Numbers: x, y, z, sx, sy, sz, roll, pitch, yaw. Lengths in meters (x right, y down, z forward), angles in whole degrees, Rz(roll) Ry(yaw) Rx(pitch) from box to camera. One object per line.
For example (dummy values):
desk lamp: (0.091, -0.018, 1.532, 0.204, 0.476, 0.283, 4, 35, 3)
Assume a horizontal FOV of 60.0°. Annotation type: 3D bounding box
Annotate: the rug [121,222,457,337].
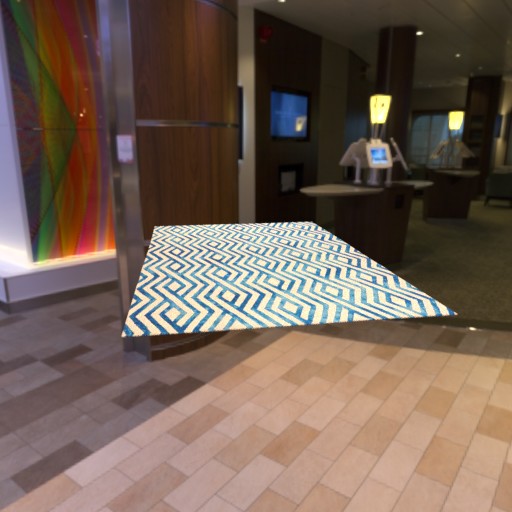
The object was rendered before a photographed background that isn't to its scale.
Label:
rug: (0.000, 0.000, 3.123, 1.531, 0.008, 2.439, -2, 15, -9)
